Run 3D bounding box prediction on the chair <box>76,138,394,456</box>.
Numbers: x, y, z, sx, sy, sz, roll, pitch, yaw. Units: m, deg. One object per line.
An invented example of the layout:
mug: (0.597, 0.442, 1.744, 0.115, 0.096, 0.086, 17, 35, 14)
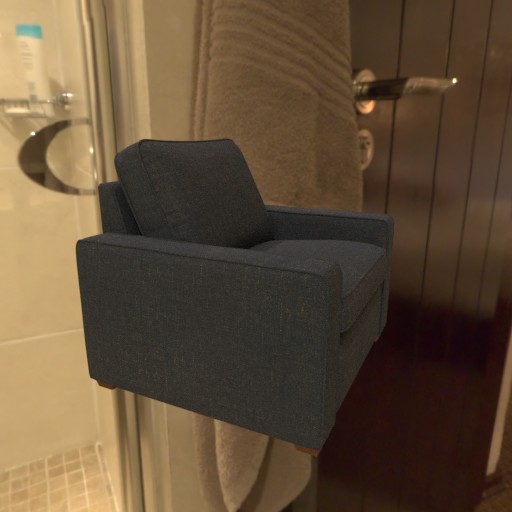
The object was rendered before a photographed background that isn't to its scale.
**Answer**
chair: (0.000, 0.000, 1.794, 0.940, 0.919, 1.017, 7, 17, 25)
